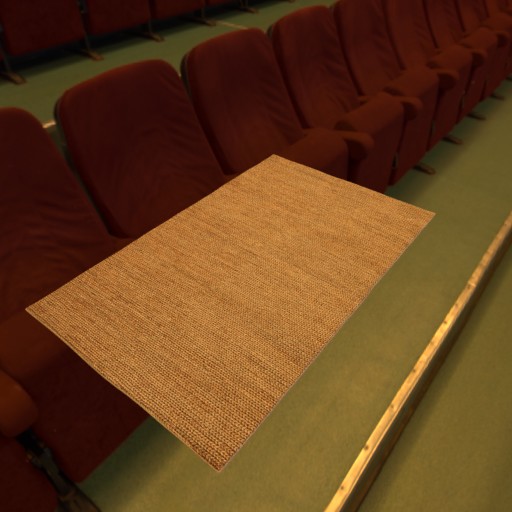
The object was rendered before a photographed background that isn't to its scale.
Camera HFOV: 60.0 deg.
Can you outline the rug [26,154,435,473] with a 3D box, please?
[{"bbox_3d":[0.000,0.000,2.960,1.521,0.034,2.438,27,47,28],"label":"rug"}]
